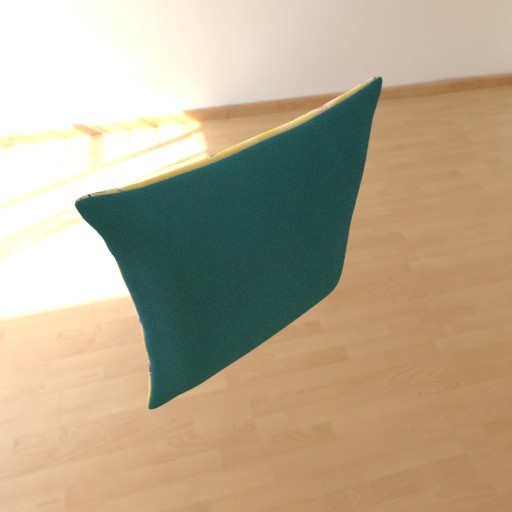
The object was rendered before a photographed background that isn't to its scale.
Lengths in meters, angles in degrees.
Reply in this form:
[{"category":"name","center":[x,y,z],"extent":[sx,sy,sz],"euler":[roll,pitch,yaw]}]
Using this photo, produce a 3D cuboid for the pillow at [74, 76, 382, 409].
[{"category":"pillow","center":[0.000,0.000,0.784],"extent":[0.525,0.508,0.166],"euler":[-30,52,-27]}]
